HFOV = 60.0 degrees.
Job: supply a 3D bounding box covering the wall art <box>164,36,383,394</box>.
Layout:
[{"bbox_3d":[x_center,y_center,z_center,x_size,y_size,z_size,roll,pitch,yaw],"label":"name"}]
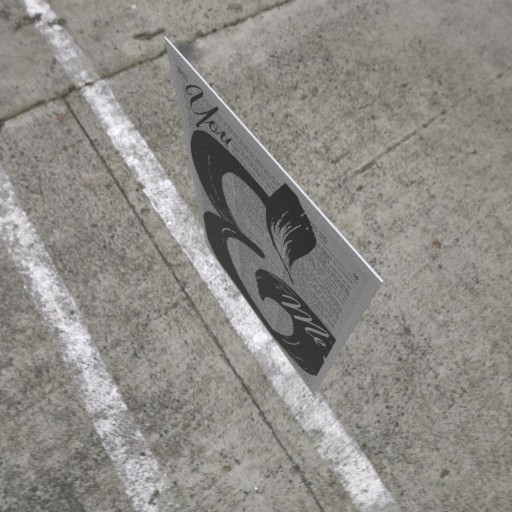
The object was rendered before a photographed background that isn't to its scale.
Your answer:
[{"bbox_3d":[0.000,0.000,0.807,0.003,0.609,0.457,-31,67,-15],"label":"wall art"}]
